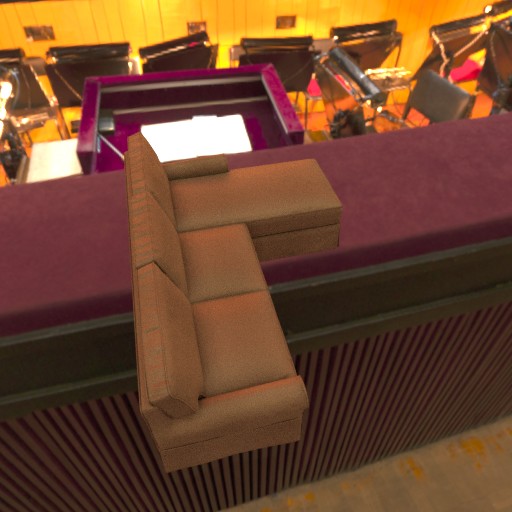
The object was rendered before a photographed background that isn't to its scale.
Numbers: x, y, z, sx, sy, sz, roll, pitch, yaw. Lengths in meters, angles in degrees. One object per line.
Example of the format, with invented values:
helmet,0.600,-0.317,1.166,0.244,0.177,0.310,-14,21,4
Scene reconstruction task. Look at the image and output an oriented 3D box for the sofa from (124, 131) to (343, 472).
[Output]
sofa,0.000,0.000,3.307,1.733,0.978,2.475,-10,47,-9
